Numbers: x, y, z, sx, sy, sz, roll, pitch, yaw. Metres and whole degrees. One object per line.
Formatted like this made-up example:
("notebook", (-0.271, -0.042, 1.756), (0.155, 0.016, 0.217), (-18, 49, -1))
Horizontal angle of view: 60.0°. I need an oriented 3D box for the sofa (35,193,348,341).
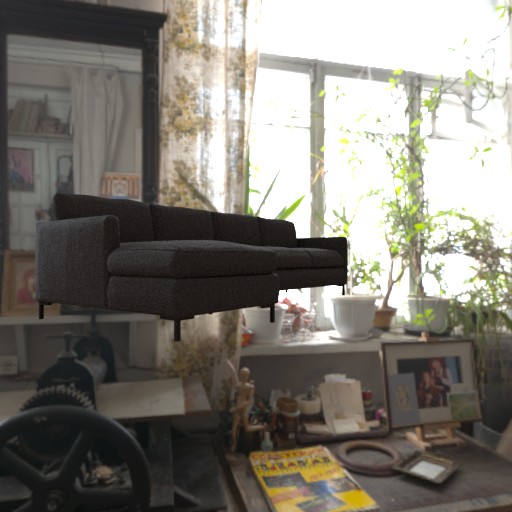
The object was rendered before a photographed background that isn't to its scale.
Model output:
("sofa", (0.000, 0.000, 3.295), (1.258, 0.754, 2.731), (0, 0, 37))
